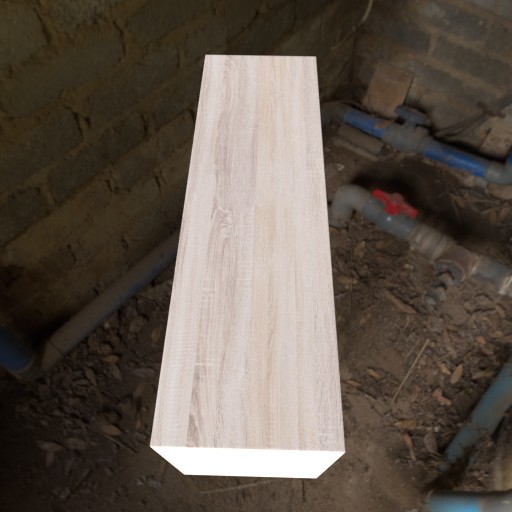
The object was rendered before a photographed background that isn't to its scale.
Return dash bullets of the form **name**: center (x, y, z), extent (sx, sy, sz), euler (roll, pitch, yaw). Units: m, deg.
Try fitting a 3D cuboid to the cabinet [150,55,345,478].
- **cabinet**: center (0.000, 0.000, 1.898), extent (0.500, 0.780, 1.650), euler (1, 58, 1)
